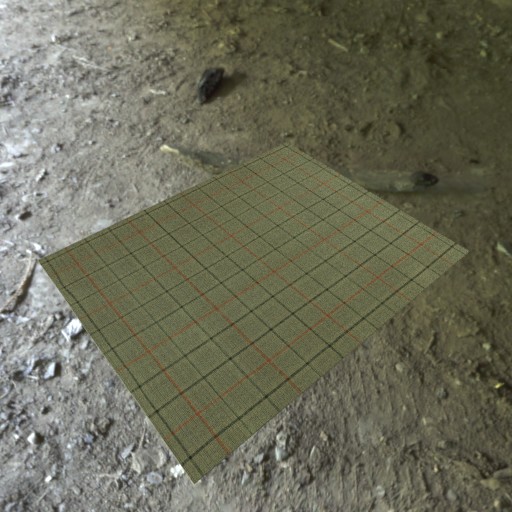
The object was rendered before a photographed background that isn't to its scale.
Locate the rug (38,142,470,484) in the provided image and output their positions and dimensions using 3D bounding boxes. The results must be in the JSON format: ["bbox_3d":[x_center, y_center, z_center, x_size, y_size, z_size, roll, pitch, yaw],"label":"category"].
[{"bbox_3d":[0.000,0.000,3.996,3.048,0.012,2.444,-31,53,-27],"label":"rug"}]
